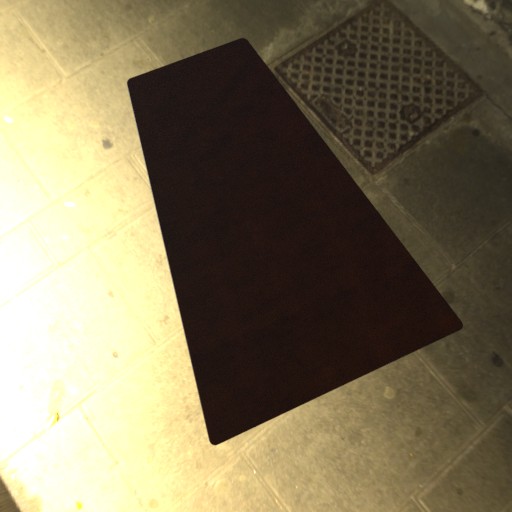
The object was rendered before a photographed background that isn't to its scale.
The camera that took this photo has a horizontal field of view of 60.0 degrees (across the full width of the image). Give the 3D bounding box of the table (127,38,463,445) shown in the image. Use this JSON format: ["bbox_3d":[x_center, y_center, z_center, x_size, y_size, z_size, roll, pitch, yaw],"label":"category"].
[{"bbox_3d":[0.000,0.000,0.983,0.399,0.589,0.605,-23,75,-7],"label":"table"}]
